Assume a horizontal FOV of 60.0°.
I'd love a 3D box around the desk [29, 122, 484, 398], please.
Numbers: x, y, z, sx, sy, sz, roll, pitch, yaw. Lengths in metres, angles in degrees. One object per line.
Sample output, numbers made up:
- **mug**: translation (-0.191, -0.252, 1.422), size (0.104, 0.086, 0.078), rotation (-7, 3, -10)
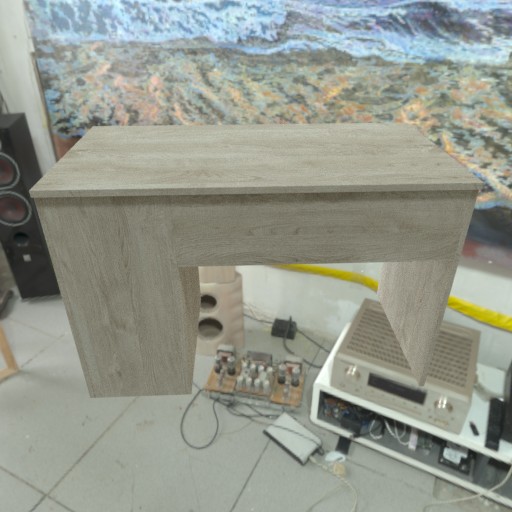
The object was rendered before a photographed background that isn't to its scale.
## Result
- **desk**: translation (0.000, 0.000, 1.491), size (1.096, 0.730, 0.560), rotation (-1, 31, -2)
